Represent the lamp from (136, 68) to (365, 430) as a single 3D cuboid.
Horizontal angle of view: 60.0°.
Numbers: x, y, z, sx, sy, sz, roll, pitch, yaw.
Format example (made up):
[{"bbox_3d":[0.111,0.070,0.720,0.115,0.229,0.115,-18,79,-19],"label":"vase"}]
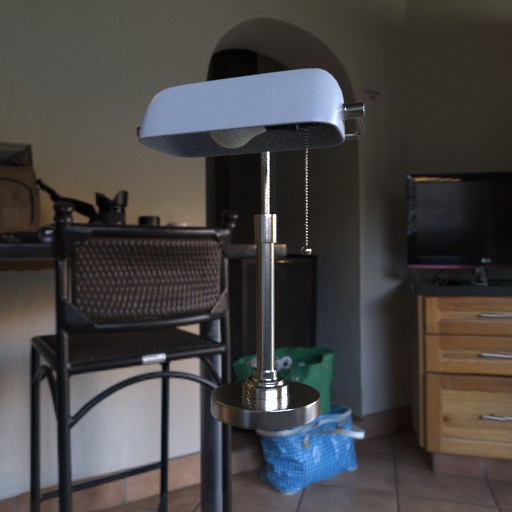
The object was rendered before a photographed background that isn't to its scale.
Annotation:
[{"bbox_3d":[0.000,0.000,0.548,0.269,0.404,0.227,0,-1,18],"label":"lamp"}]
